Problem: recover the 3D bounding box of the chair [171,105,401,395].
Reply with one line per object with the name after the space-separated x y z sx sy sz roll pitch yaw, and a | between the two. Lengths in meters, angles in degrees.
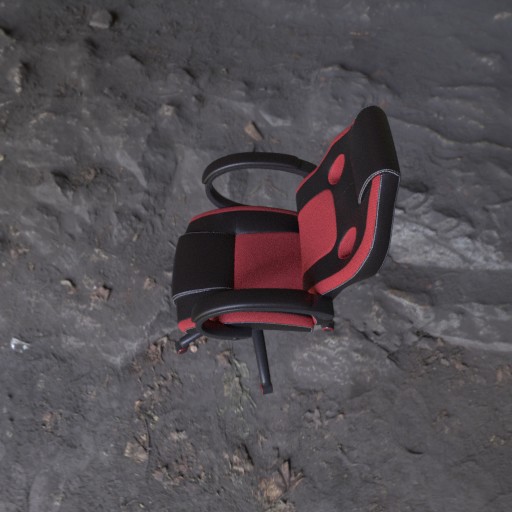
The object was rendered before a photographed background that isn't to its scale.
0.000 0.000 1.718 0.783 1.189 0.750 0 57 0 | chair
